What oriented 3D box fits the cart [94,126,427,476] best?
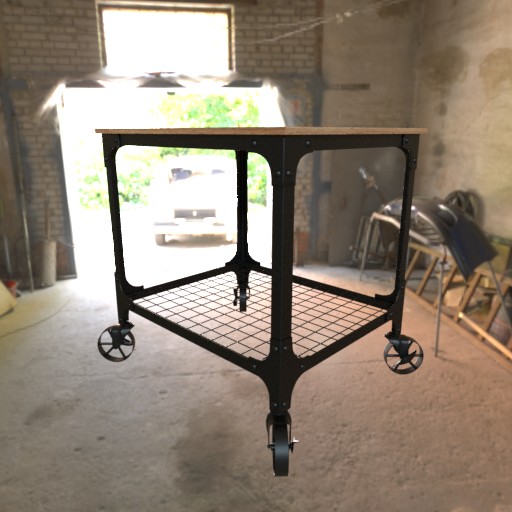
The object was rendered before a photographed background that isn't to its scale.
[{"bbox_3d":[0.000,0.000,1.090,0.666,0.603,0.558,15,21,42],"label":"cart"}]
